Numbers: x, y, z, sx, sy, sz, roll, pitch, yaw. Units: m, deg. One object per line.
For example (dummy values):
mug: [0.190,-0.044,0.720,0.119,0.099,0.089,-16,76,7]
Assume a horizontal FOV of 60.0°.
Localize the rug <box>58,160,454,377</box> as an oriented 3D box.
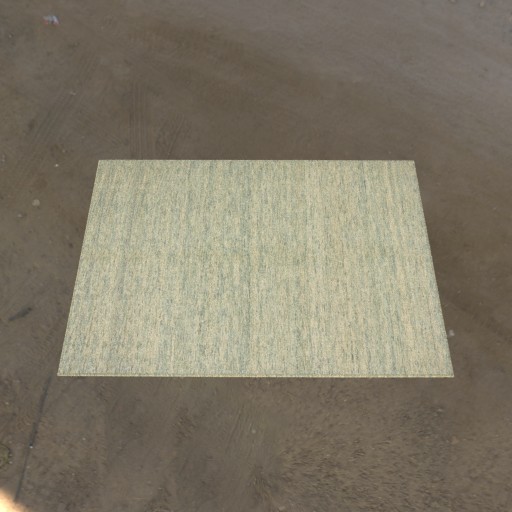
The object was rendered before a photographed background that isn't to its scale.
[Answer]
rug: [0.000,0.000,2.338,1.850,0.015,1.250,0,64,0]
